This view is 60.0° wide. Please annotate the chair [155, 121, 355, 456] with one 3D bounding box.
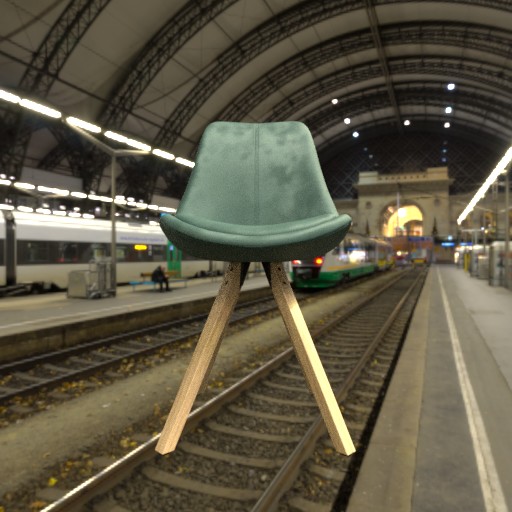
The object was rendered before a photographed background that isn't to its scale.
[{"bbox_3d":[0.000,0.000,1.181,0.483,0.865,0.547,0,0,1],"label":"chair"}]
